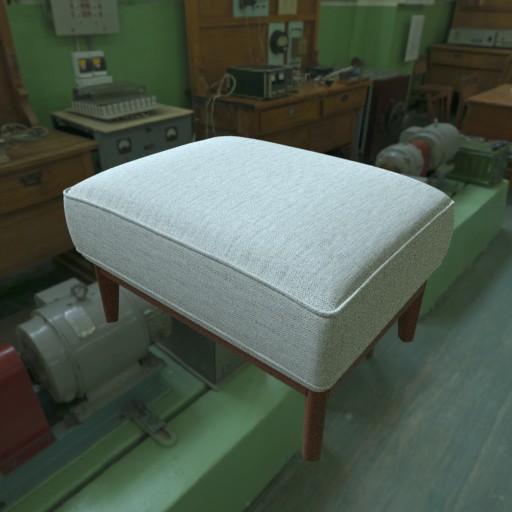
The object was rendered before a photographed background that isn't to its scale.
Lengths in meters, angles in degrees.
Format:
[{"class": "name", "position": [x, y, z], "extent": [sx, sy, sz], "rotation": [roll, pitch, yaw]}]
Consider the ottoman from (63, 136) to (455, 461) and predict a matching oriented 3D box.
[{"class": "ottoman", "position": [0.000, 0.000, 1.145], "extent": [0.794, 0.465, 0.594], "rotation": [23, 37, 33]}]
